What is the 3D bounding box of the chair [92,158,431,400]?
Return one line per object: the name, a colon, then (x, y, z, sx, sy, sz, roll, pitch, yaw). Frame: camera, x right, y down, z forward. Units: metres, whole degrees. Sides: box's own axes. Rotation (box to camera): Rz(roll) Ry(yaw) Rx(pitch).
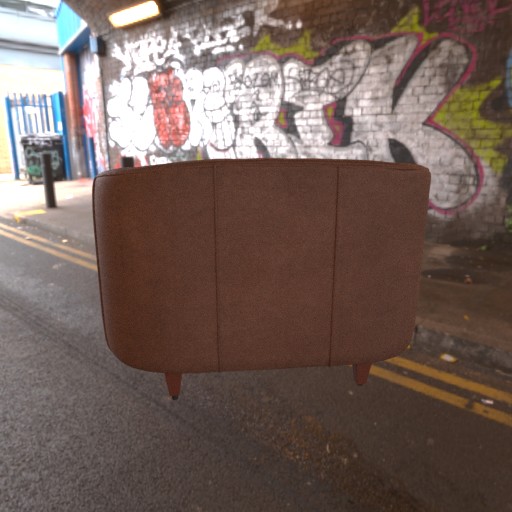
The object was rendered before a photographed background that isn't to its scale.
chair: (0.000, 0.000, 1.754, 1.118, 0.787, 0.914, -2, 15, -8)
